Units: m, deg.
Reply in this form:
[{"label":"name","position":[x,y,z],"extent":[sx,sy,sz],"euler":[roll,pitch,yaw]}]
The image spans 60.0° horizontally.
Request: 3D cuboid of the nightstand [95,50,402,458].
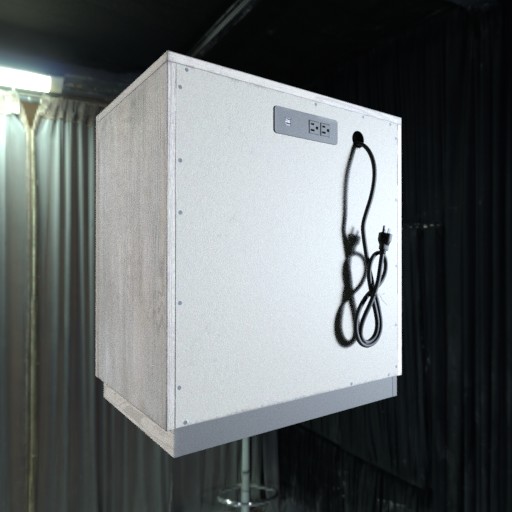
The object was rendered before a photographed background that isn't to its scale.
[{"label":"nightstand","position":[0.000,0.000,1.049],"extent":[0.612,0.673,0.483],"euler":[0,0,-35]}]
